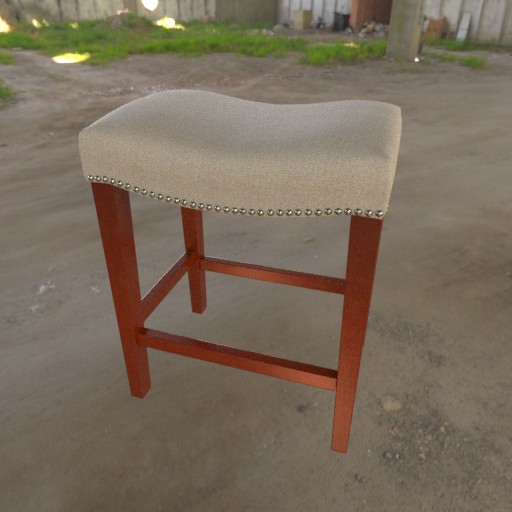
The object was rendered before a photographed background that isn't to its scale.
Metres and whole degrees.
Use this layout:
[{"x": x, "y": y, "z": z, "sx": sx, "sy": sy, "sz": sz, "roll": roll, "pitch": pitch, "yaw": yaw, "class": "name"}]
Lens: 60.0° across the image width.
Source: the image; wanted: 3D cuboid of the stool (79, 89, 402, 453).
[{"x": 0.000, "y": 0.000, "z": 0.948, "sx": 0.509, "sy": 0.632, "sz": 0.375, "roll": 9, "pitch": 31, "yaw": 15, "class": "stool"}]
